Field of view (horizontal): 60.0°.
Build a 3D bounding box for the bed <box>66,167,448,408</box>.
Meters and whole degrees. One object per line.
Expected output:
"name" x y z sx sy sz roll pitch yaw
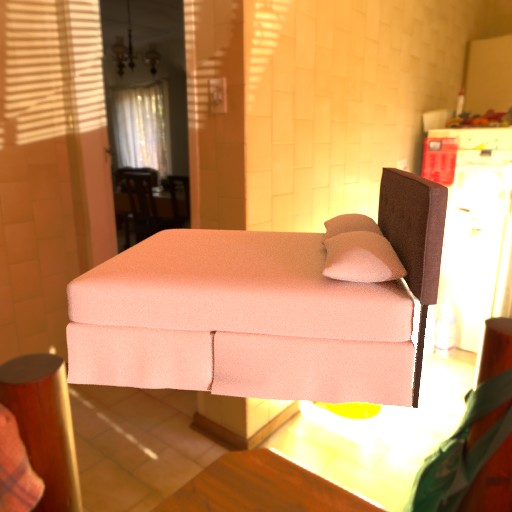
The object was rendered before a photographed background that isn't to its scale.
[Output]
"bed" 0.000 0.000 2.894 1.894 1.089 1.610 2 15 8
